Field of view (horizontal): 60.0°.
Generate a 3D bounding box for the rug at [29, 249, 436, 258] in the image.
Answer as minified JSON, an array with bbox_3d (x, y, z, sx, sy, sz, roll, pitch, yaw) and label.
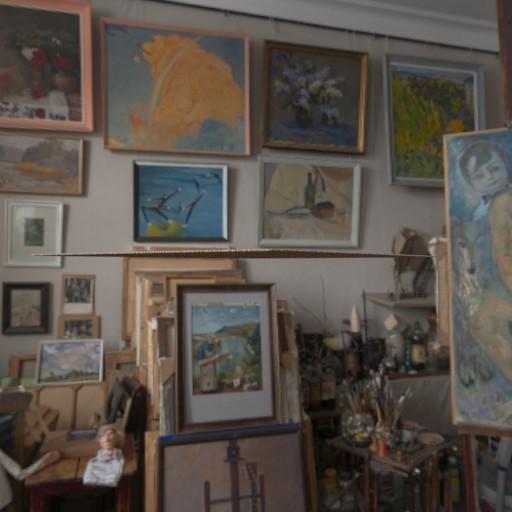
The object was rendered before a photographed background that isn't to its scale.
[{"bbox_3d":[0.000,0.000,4.096,2.439,0.013,3.048,-1,-1,37],"label":"rug"}]
